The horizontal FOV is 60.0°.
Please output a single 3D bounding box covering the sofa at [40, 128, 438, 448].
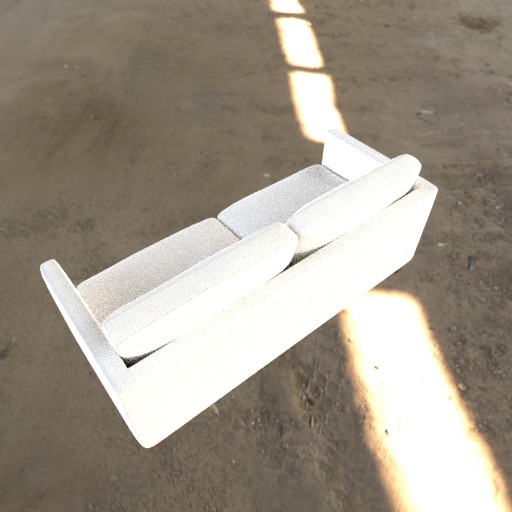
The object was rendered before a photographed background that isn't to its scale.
[{"bbox_3d":[0.000,0.000,2.641,2.139,0.933,0.924,-30,54,-25],"label":"sofa"}]
